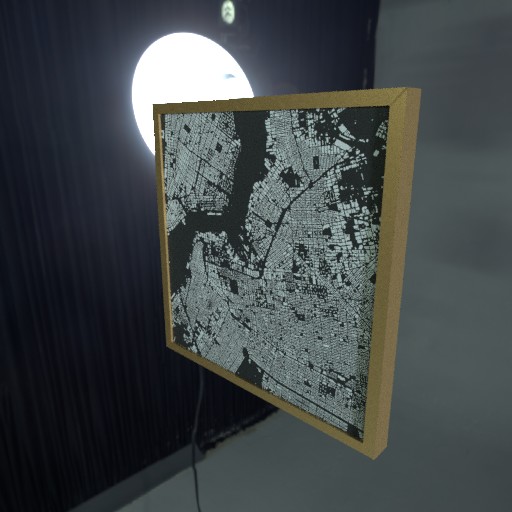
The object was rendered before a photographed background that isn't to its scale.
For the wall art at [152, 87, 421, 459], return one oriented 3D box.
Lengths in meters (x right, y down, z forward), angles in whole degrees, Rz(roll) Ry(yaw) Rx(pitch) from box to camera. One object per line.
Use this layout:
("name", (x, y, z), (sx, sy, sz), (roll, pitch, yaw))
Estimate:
("wall art", (0.000, 0.000, 1.907), (1.284, 1.284, 0.095), (15, 22, 41))
